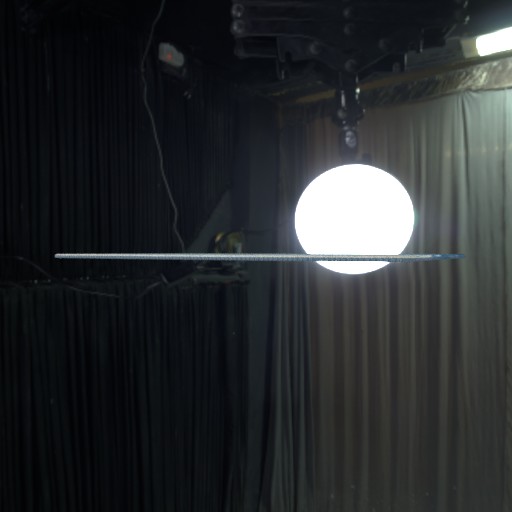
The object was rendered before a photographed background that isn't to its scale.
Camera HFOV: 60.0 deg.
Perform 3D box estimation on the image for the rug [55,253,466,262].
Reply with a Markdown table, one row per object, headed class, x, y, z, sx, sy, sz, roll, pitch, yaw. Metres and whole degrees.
| class | x | y | z | sx | sy | sz | roll | pitch | yaw |
| --- | --- | --- | --- | --- | --- | --- | --- | --- | --- |
| rug | 0.000 | 0.000 | 3.086 | 2.450 | 0.027 | 1.540 | 0 | 1 | 34 |
